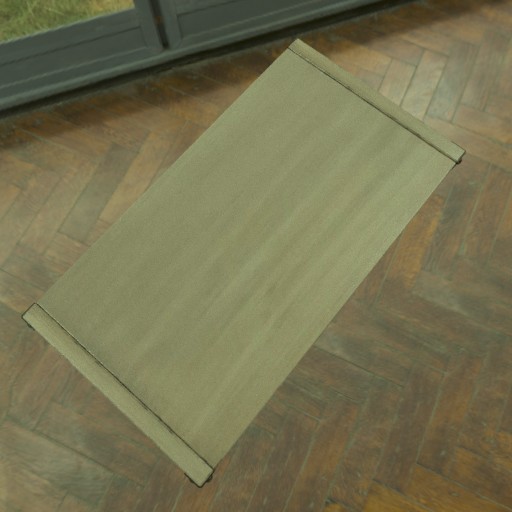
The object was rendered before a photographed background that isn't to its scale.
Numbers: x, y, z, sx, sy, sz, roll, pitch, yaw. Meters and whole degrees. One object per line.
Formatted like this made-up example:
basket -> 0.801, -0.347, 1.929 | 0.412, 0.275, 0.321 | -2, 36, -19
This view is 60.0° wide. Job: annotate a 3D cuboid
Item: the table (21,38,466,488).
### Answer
table -> 0.000, 0.000, 1.273 | 0.559, 0.456, 1.016 | 39, 77, 10
